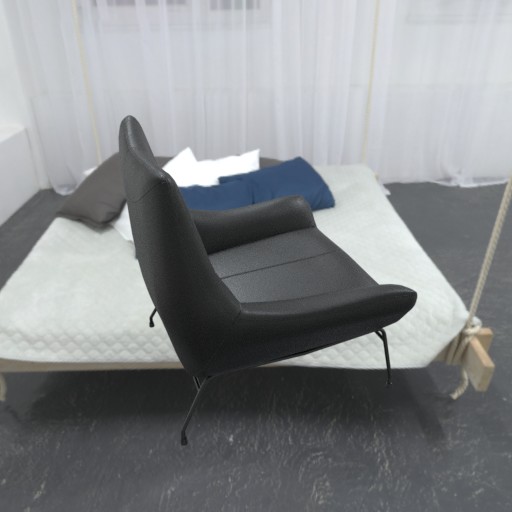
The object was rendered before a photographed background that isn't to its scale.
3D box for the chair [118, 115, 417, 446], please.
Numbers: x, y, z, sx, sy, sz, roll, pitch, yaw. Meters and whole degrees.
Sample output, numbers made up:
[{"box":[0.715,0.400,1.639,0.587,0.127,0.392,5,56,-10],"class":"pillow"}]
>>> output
[{"box":[0.000,0.000,1.603,0.826,0.922,0.836,-11,32,-18],"class":"chair"}]
